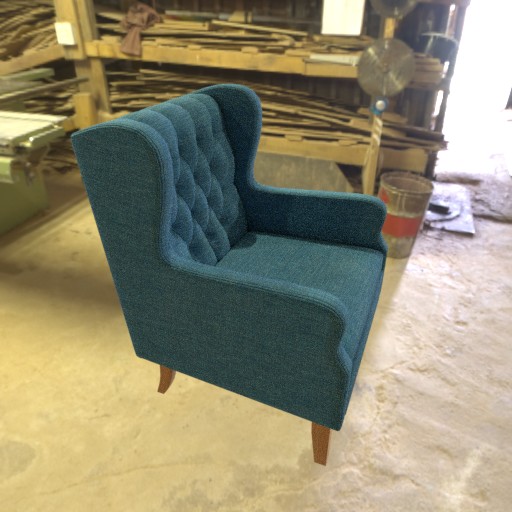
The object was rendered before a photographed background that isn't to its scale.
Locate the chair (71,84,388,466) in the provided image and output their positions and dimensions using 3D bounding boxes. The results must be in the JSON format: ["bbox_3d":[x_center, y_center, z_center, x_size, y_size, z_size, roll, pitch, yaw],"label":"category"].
[{"bbox_3d":[0.000,0.000,1.452,0.775,0.952,0.711,12,32,19],"label":"chair"}]
